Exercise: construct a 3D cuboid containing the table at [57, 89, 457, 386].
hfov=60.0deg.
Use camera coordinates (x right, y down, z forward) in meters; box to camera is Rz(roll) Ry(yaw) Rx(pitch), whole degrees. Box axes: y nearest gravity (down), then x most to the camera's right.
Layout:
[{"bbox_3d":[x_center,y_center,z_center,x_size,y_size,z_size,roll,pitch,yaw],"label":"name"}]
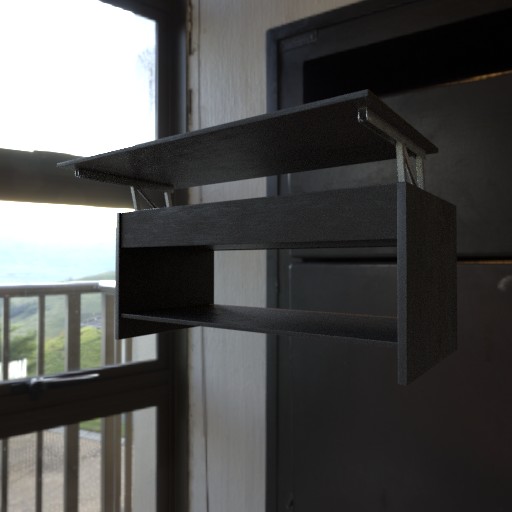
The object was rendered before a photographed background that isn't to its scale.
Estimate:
[{"bbox_3d":[0.000,0.000,1.357,1.000,0.570,0.712,-1,-1,36],"label":"table"}]
